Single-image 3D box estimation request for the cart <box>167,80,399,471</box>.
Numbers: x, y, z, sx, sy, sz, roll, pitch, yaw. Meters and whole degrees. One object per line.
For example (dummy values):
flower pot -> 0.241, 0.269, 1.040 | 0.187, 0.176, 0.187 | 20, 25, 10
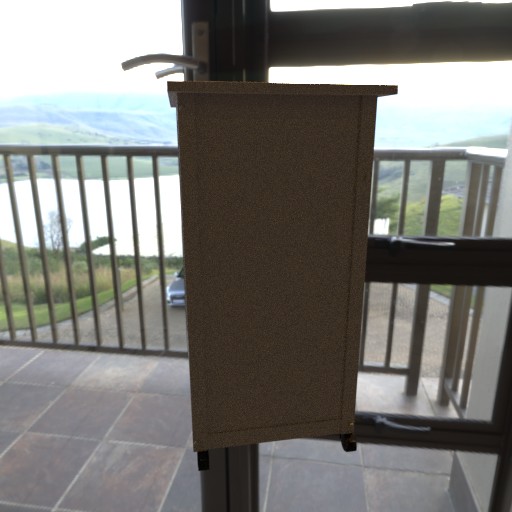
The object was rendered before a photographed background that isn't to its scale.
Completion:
cart -> 0.000, 0.000, 1.266 | 0.442, 0.864, 0.683 | -3, 16, -10
